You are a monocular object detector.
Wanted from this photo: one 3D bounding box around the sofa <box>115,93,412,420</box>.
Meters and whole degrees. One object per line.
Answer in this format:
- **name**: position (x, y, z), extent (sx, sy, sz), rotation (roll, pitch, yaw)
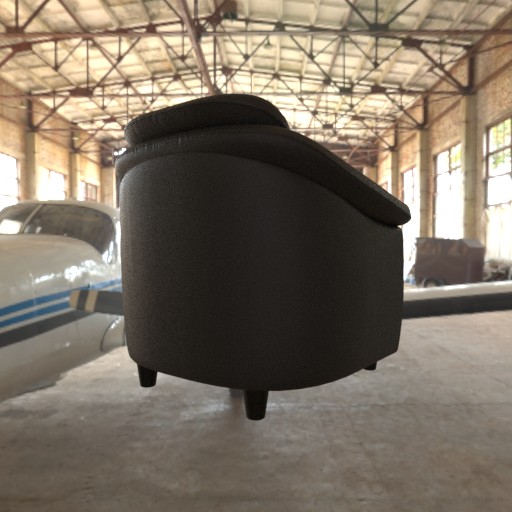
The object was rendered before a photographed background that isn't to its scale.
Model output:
- **sofa**: position (0.000, 0.000, 1.475), extent (0.870, 0.811, 0.794), rotation (1, 1, 38)
